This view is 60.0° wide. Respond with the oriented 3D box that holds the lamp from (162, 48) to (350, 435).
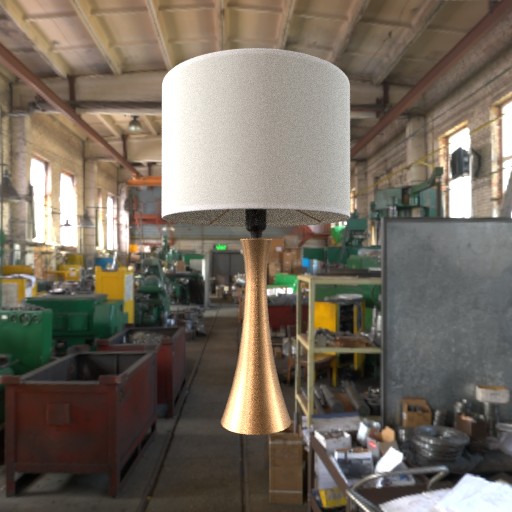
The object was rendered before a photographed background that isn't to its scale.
[{"bbox_3d":[0.000,0.000,0.644,0.268,0.479,0.268,1,-1,-36],"label":"lamp"}]
